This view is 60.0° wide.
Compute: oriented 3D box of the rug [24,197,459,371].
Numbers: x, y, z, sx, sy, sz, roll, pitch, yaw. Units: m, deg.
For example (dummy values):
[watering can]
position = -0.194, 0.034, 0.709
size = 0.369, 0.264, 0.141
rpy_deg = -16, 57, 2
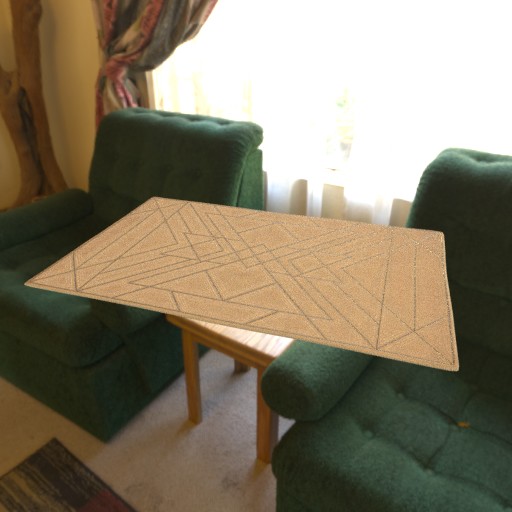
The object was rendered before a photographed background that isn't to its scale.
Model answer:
[rug]
position = 0.000, 0.000, 3.014
size = 2.459, 0.023, 1.575
rpy_deg = 9, 29, 16
